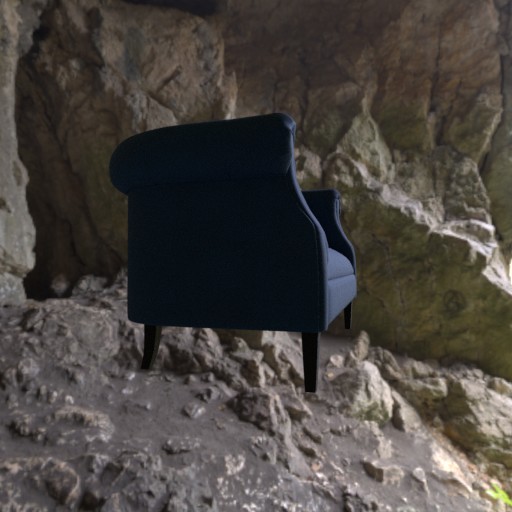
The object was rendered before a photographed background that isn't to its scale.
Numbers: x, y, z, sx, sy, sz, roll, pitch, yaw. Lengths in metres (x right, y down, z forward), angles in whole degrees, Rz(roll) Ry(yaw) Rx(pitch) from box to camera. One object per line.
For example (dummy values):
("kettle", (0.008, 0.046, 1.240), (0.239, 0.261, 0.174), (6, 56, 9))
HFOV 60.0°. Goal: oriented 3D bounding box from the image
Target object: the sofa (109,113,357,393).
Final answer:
("sofa", (0.000, 0.000, 2.056), (0.835, 0.827, 1.558), (0, -1, 16))
